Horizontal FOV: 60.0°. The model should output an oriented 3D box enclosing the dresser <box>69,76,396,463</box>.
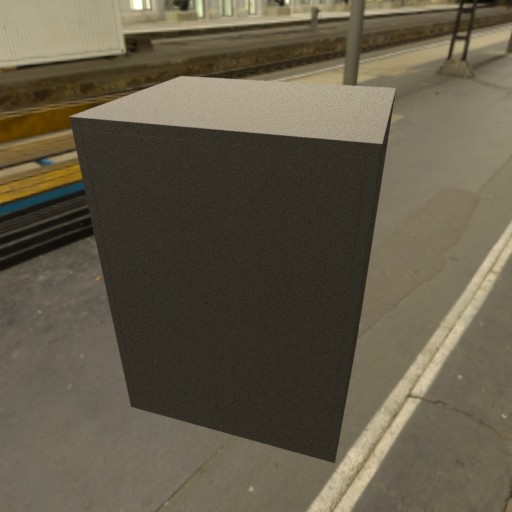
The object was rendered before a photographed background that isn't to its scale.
[{"bbox_3d":[0.000,0.000,0.820,0.400,0.560,0.360,9,32,15],"label":"dresser"}]
